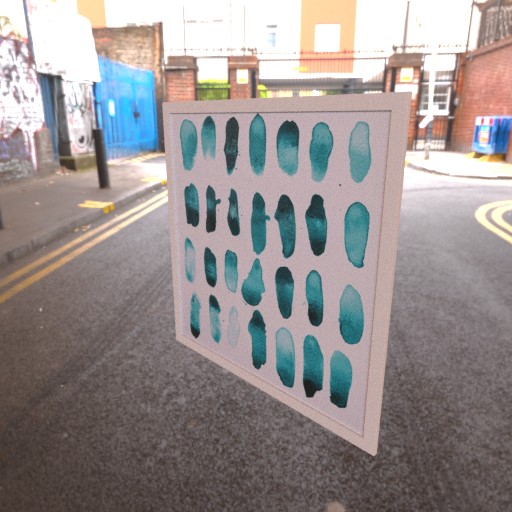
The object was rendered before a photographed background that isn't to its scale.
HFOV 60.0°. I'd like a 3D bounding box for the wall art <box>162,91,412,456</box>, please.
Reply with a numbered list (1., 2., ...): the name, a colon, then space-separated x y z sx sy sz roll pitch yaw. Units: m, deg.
1. wall art: 0.000 0.000 1.212 0.013 0.813 0.812 -16 24 -42
